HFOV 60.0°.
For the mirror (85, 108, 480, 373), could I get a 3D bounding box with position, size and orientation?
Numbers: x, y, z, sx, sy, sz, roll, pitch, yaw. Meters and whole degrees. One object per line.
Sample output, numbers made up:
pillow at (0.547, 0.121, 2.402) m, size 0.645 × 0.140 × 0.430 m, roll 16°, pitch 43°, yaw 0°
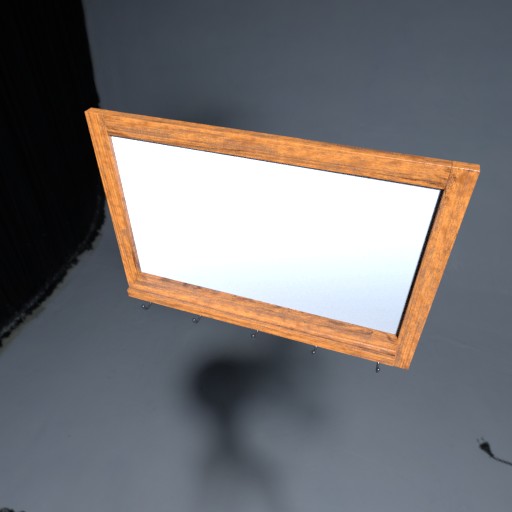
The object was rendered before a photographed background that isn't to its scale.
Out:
mirror at (0.000, 0.000, 0.973) m, size 0.758 × 0.537 × 0.084 m, roll 12°, pitch 41°, yaw 15°
